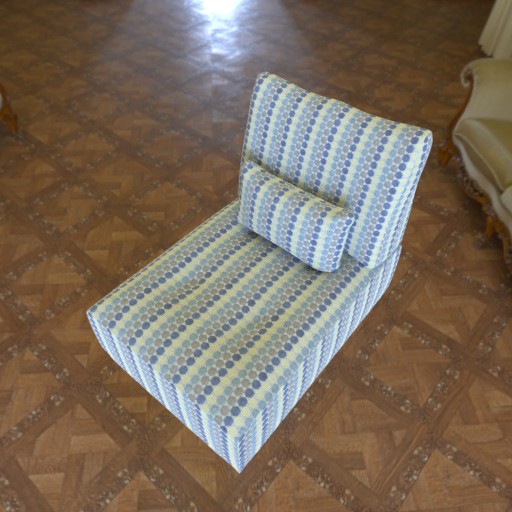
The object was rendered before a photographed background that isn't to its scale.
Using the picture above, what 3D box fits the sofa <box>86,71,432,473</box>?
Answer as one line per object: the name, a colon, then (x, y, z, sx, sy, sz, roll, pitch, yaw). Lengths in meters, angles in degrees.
sofa: (0.000, 0.000, 1.551, 0.700, 0.820, 1.000, 31, 54, 26)
